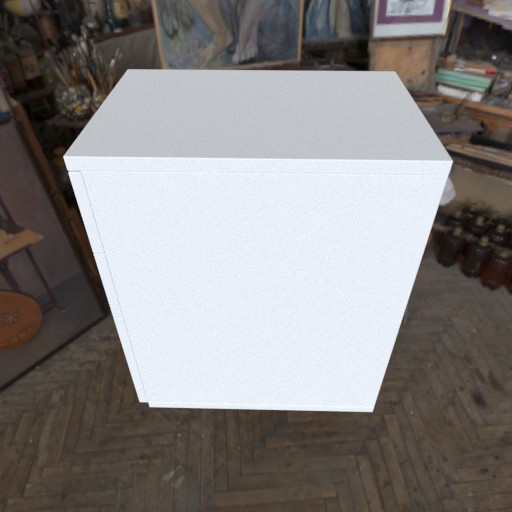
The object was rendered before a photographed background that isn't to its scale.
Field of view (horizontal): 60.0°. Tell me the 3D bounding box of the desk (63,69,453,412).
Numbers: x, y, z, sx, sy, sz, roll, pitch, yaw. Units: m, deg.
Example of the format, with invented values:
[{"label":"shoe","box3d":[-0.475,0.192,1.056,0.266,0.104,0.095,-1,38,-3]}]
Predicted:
[{"label":"desk","box3d":[0.000,0.000,1.058,0.600,0.730,0.404,1,41,1]}]
